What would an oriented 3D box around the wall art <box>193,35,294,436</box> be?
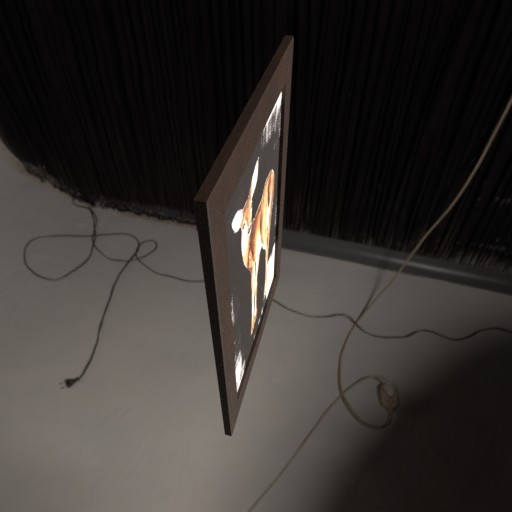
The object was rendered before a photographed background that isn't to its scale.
[{"bbox_3d":[0.000,0.000,0.671,0.013,0.508,0.359,11,48,10],"label":"wall art"}]
